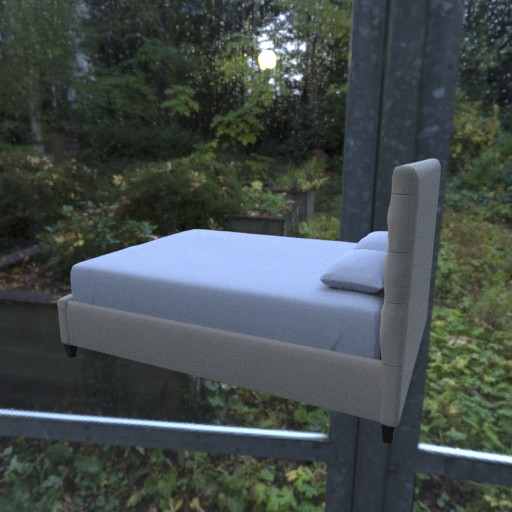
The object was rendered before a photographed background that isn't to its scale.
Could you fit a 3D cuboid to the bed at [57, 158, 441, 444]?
[{"bbox_3d":[0.000,0.000,3.345,2.387,1.427,1.698,6,15,25],"label":"bed"}]
